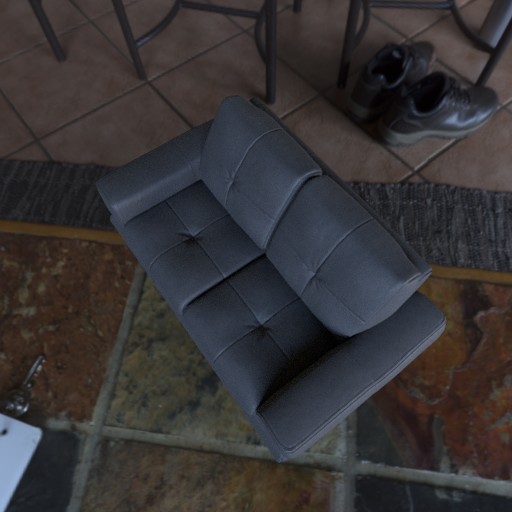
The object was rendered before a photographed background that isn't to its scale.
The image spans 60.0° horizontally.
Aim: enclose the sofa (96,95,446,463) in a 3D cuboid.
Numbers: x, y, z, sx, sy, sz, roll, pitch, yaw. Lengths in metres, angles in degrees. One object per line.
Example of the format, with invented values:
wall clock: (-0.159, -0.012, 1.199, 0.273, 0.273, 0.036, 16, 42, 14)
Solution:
sofa: (0.000, 0.000, 2.380, 1.018, 0.907, 1.806, -33, 67, -16)
